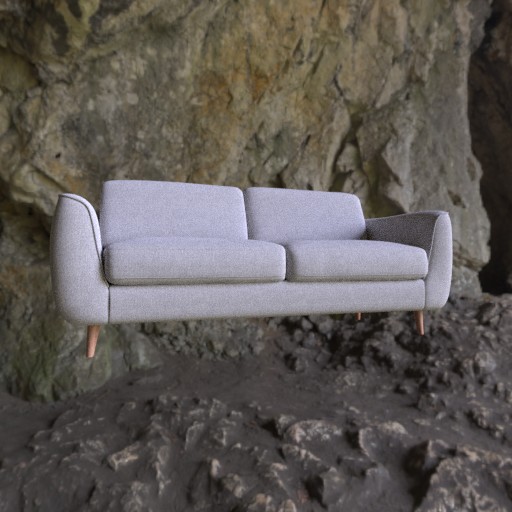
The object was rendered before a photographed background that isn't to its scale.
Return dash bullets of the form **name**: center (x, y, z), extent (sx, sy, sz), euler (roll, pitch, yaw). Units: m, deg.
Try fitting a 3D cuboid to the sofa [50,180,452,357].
- **sofa**: center (0.000, 0.000, 2.432), extent (2.000, 0.850, 0.920), euler (0, 0, -19)
